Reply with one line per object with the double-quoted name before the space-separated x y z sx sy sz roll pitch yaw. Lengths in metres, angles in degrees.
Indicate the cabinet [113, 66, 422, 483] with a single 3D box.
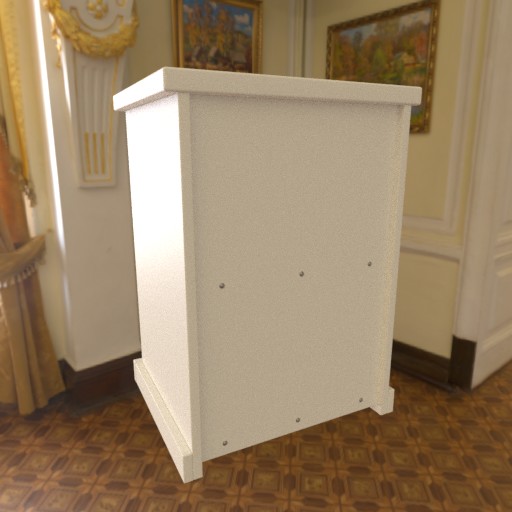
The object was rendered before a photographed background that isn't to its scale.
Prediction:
"cabinet" 0.000 0.000 1.033 0.520 0.723 0.431 -7 16 -26
